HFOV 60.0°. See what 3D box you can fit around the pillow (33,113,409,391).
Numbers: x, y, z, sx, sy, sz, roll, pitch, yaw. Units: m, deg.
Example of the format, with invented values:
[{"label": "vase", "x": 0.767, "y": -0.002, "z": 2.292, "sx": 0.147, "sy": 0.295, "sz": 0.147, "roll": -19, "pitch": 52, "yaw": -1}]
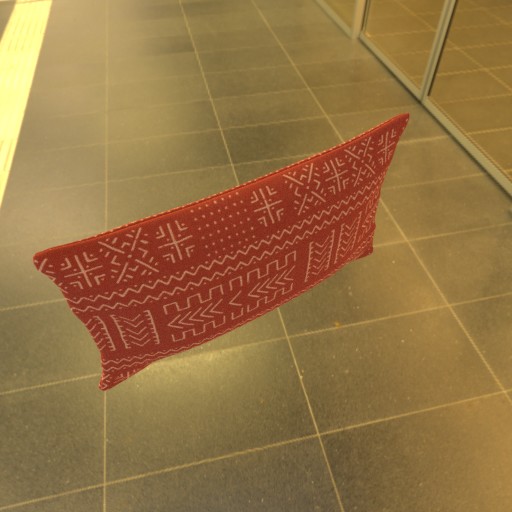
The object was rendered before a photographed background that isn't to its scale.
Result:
[{"label": "pillow", "x": 0.000, "y": 0.000, "z": 0.768, "sx": 0.640, "sy": 0.352, "sz": 0.130, "roll": -25, "pitch": 52, "yaw": -21}]
